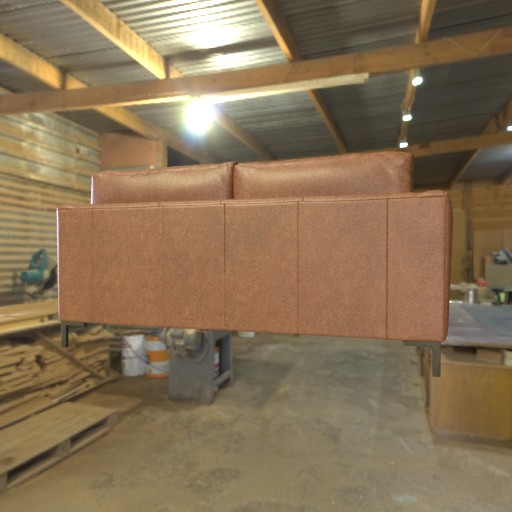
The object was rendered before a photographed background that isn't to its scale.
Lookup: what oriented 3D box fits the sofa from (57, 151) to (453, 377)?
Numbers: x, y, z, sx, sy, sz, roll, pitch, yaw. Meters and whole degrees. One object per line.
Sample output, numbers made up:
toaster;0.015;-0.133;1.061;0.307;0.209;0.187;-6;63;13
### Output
sofa;0.000;0.000;2.295;1.797;0.883;0.899;0;1;17
